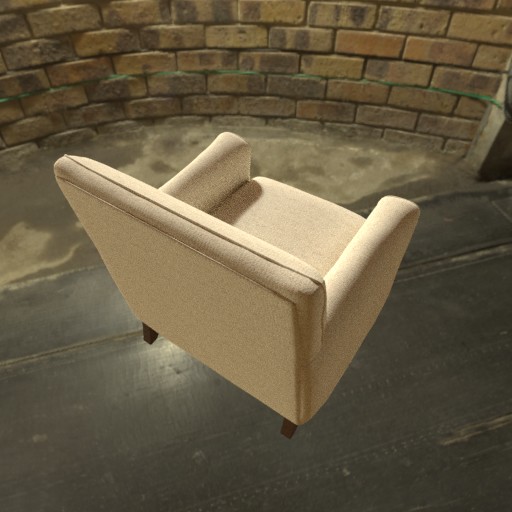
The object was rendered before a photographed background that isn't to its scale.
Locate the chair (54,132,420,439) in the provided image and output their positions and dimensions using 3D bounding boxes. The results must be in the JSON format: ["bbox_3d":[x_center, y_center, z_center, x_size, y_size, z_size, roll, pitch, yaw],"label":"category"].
[{"bbox_3d":[0.000,0.000,1.594,0.870,0.943,0.823,27,52,23],"label":"chair"}]
